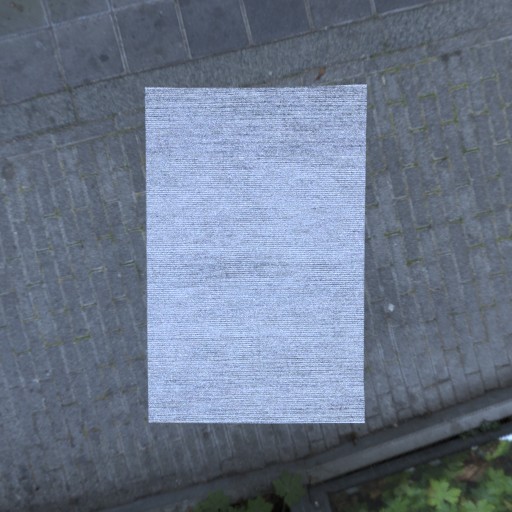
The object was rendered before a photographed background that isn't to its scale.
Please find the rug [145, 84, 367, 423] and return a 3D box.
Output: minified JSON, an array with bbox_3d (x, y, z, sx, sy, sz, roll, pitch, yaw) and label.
[{"bbox_3d":[0.000,0.000,2.337,1.159,0.021,1.789,0,92,0],"label":"rug"}]
